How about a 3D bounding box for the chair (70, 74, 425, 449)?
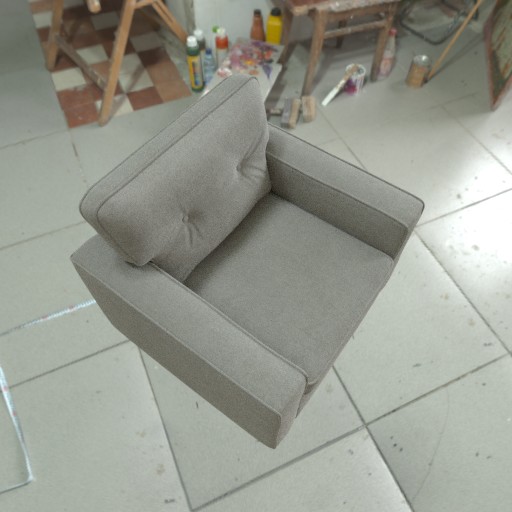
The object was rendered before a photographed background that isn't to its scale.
[{"bbox_3d":[0.000,0.000,1.768,0.939,0.965,1.015,32,63,19],"label":"chair"}]
